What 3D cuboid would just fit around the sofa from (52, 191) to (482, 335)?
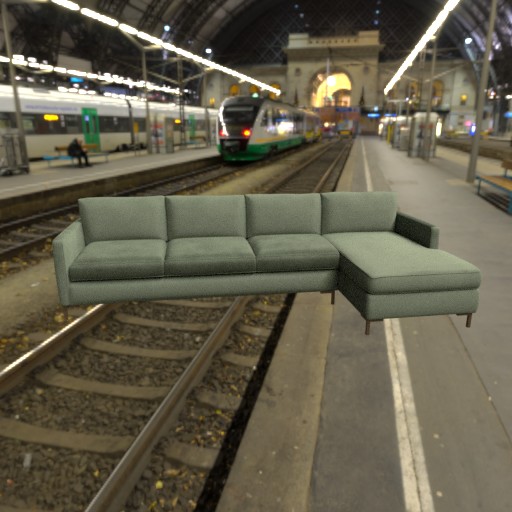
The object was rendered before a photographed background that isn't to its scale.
[{"bbox_3d":[0.000,0.000,3.171,2.725,0.756,1.255,-2,16,-8],"label":"sofa"}]
